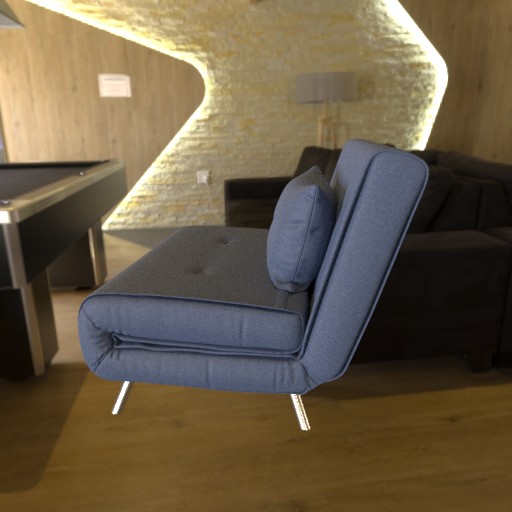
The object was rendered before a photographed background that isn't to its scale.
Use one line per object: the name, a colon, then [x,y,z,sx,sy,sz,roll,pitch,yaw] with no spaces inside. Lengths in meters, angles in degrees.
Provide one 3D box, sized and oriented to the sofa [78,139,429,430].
sofa: [0.000,0.000,1.718,0.996,0.860,0.999,2,16,7]
